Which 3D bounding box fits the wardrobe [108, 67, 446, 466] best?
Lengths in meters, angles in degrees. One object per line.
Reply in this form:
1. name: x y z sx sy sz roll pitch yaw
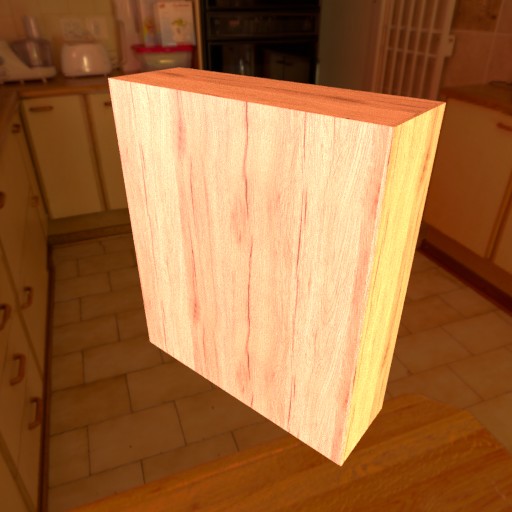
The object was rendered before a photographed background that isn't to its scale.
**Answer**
1. wardrobe: 0.000 0.000 2.883 1.810 2.070 0.580 22 37 33
